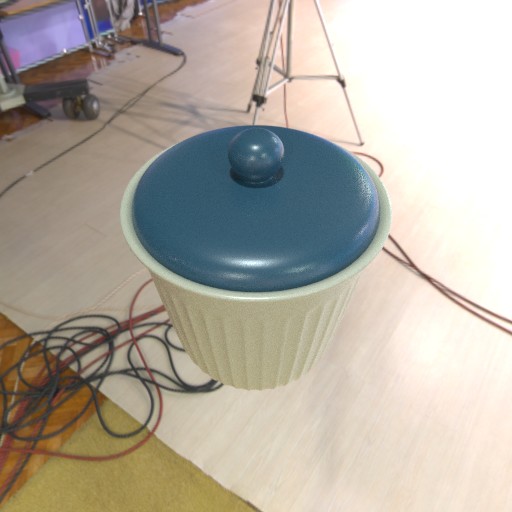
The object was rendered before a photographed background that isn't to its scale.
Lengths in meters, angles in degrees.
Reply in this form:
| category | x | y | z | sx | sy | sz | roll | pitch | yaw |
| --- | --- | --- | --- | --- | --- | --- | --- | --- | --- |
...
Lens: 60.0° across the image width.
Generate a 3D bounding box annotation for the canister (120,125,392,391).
| category | x | y | z | sx | sy | sz | roll | pitch | yaw |
| --- | --- | --- | --- | --- | --- | --- | --- | --- | --- |
| canister | 0.000 | 0.000 | 0.342 | 0.181 | 0.211 | 0.181 | 0 | 46 | 0 |
